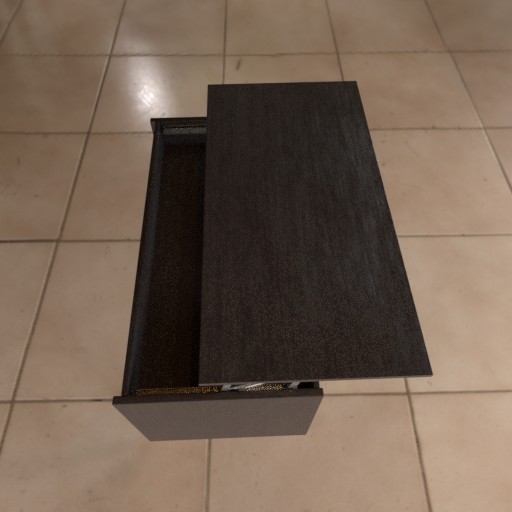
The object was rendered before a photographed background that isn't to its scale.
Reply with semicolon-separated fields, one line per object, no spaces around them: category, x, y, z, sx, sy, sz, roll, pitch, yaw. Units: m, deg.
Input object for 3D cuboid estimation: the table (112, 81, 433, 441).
table;0.000;0.000;1.440;0.712;0.570;1.000;-2;57;-1
